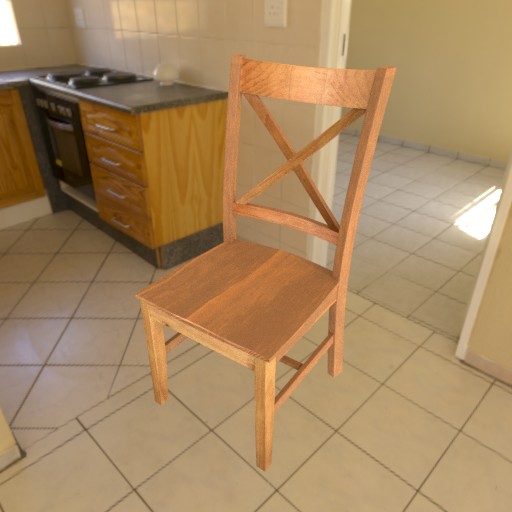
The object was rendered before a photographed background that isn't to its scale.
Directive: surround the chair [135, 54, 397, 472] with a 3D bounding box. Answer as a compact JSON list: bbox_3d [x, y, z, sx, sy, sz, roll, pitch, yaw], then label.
[{"bbox_3d":[0.000,0.000,1.263,0.485,0.983,0.542,19,35,30],"label":"chair"}]
